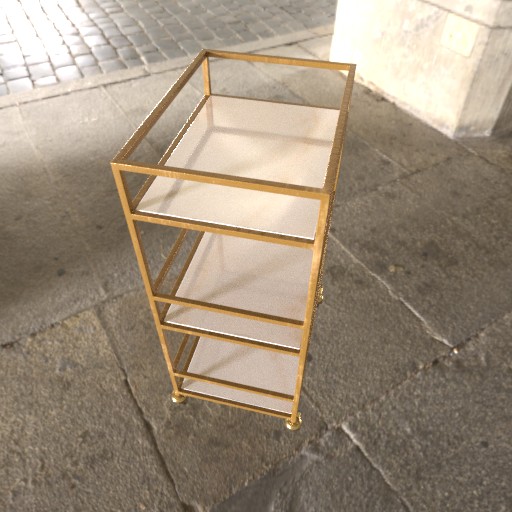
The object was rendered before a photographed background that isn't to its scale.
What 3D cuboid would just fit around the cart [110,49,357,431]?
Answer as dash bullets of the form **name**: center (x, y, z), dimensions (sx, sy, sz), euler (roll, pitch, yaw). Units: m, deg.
- **cart**: center (0.000, 0.000, 1.015), dimensions (0.332, 0.761, 0.483), euler (10, 47, 9)
